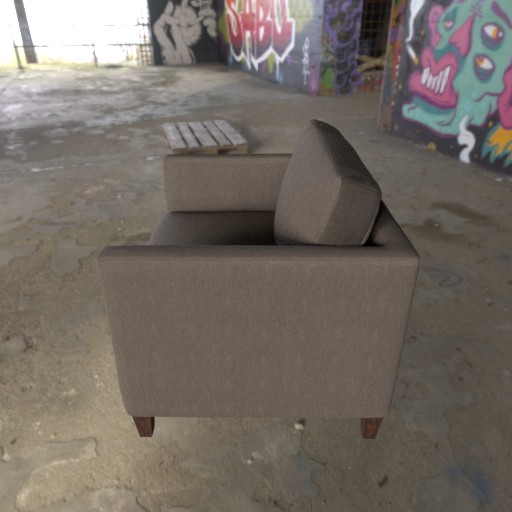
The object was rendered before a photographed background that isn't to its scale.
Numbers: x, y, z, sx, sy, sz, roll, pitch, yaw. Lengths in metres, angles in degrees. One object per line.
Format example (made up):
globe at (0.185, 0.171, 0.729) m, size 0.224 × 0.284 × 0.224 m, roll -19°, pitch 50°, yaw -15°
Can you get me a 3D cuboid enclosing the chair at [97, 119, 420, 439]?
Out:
chair at (0.000, 0.000, 1.833) m, size 0.959 × 0.963 × 1.107 m, roll 0°, pitch 28°, yaw 0°
